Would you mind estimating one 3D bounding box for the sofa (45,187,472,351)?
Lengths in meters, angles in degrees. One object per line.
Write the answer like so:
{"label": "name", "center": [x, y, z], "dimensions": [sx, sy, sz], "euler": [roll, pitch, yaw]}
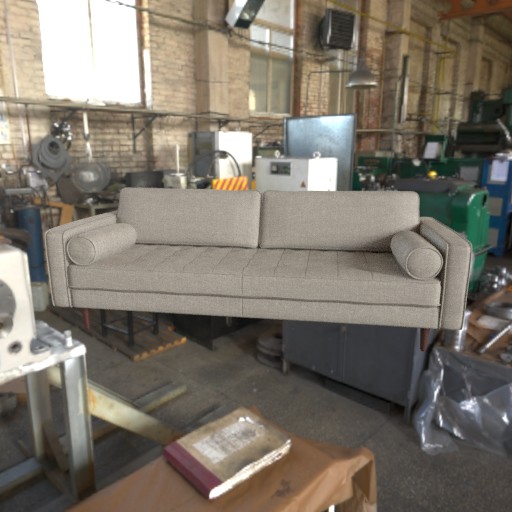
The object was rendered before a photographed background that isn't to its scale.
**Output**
{"label": "sofa", "center": [0.000, 0.000, 2.683], "dimensions": [2.211, 0.762, 0.914], "euler": [2, 13, 9]}
